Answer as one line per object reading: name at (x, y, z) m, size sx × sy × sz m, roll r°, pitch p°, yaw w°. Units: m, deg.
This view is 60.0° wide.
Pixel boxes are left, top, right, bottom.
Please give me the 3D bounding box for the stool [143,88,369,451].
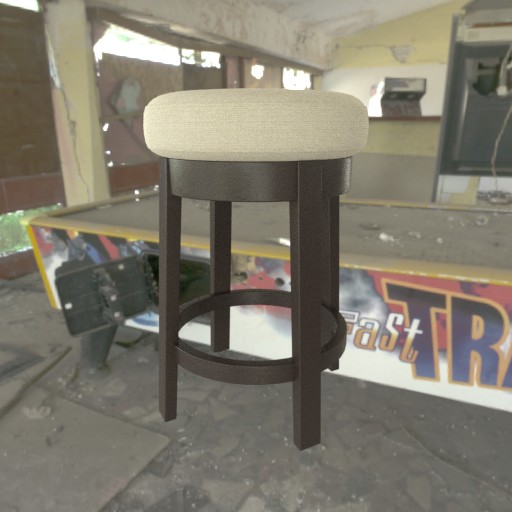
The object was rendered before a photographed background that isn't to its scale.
stool at (0.000, 0.000, 0.945) m, size 0.449 × 0.655 × 0.449 m, roll 0°, pitch 16°, yaw 0°
